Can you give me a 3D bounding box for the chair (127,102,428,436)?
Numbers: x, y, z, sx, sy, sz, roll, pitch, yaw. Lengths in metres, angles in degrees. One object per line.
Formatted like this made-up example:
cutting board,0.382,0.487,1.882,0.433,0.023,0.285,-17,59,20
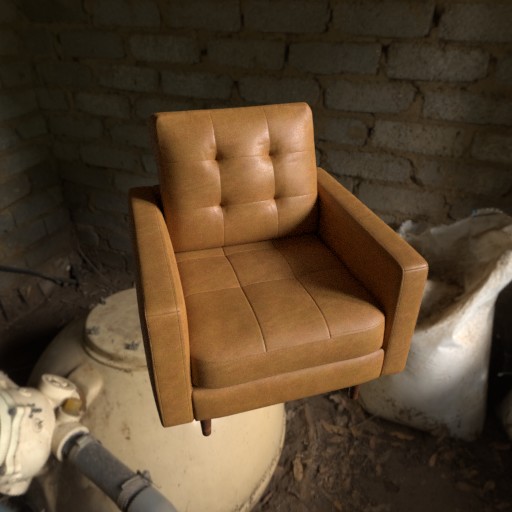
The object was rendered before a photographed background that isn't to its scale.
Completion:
chair,0.000,0.000,1.552,0.831,0.896,0.868,-9,33,-14
